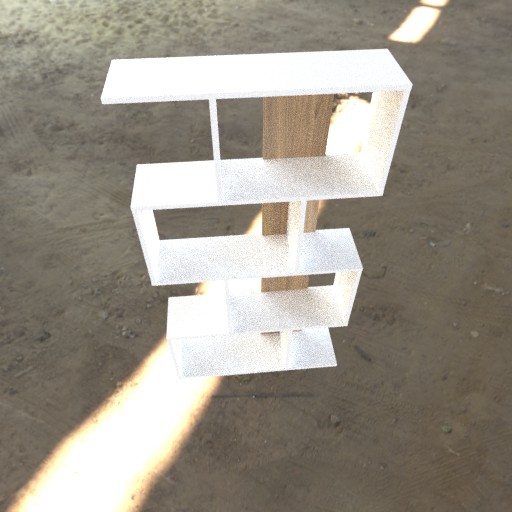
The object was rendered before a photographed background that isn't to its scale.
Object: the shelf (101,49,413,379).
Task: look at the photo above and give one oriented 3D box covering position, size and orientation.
[{"bbox_3d":[0.000,0.000,1.949,0.890,1.650,0.250,-4,47,-4],"label":"shelf"}]
